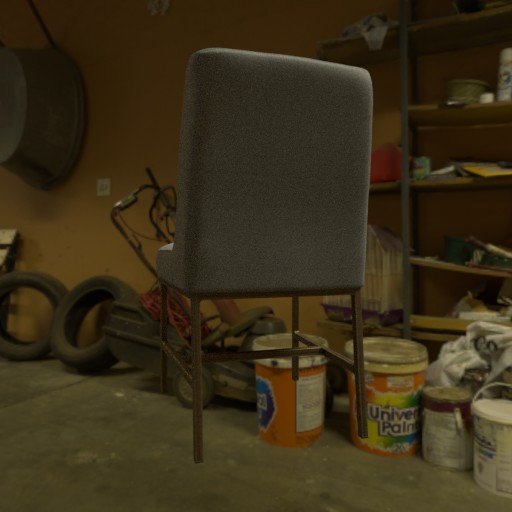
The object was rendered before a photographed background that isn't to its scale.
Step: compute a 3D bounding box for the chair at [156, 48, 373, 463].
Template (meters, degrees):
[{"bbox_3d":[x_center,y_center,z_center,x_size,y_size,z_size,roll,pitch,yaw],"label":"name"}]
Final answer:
[{"bbox_3d":[0.000,0.000,1.246,0.508,0.889,0.587,0,1,-18],"label":"chair"}]
